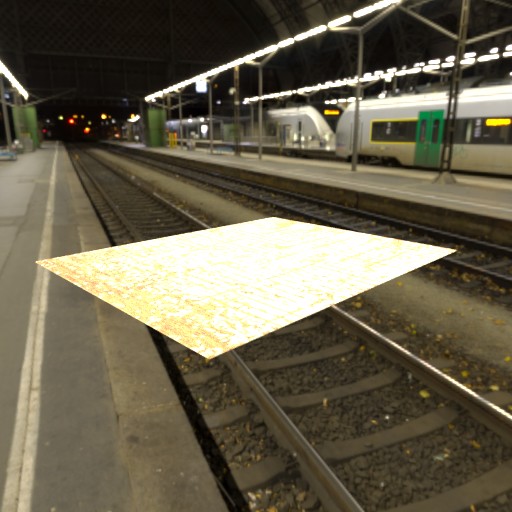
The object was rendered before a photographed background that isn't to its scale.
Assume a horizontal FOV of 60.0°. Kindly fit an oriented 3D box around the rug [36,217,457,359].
[{"bbox_3d":[0.000,0.000,4.092,3.050,0.011,2.441,-15,21,-42],"label":"rug"}]
